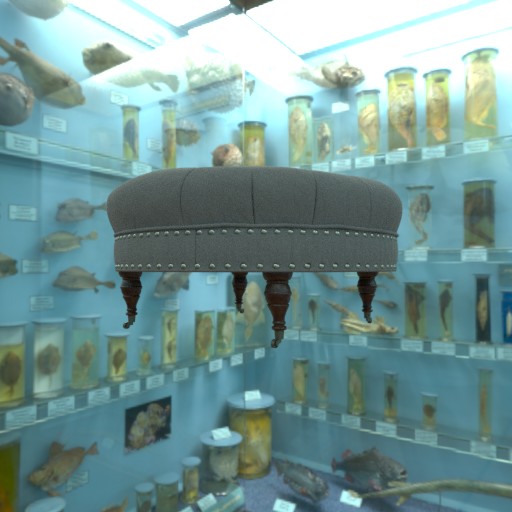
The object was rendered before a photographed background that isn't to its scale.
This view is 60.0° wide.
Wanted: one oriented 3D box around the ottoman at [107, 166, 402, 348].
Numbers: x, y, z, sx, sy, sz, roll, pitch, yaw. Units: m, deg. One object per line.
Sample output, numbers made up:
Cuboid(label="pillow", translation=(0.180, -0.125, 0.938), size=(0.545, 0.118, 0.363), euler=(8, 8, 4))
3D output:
Cuboid(label="ottoman", translation=(0.000, 0.000, 1.396), size=(0.901, 0.439, 0.901), euler=(0, -2, 0))
